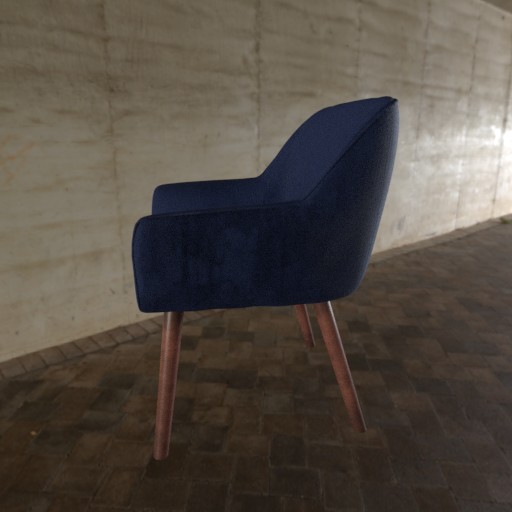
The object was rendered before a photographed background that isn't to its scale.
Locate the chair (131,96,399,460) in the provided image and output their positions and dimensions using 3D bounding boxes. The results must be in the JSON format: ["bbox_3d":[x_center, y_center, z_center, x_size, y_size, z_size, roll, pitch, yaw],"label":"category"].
[{"bbox_3d":[0.000,0.000,1.230,0.600,0.820,0.600,-2,16,-8],"label":"chair"}]
